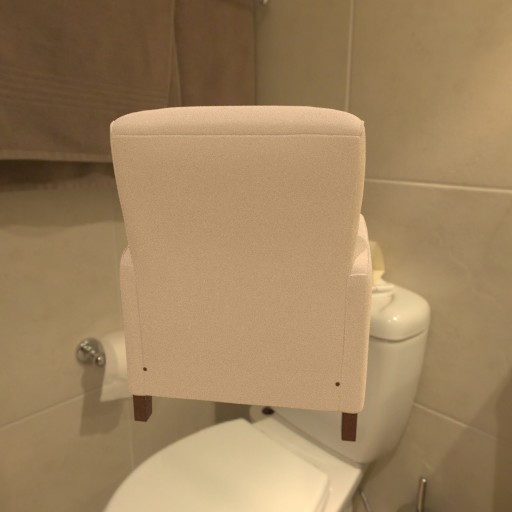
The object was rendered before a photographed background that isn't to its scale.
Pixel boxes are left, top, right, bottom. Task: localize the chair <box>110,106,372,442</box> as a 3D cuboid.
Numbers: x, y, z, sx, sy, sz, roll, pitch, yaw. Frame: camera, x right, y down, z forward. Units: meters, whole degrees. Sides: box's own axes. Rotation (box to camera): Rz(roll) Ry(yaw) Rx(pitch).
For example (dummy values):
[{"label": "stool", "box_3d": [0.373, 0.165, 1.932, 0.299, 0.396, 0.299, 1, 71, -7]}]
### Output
[{"label": "chair", "box_3d": [0.000, 0.000, 1.666, 0.841, 1.028, 0.858, 2, 15, 8]}]
